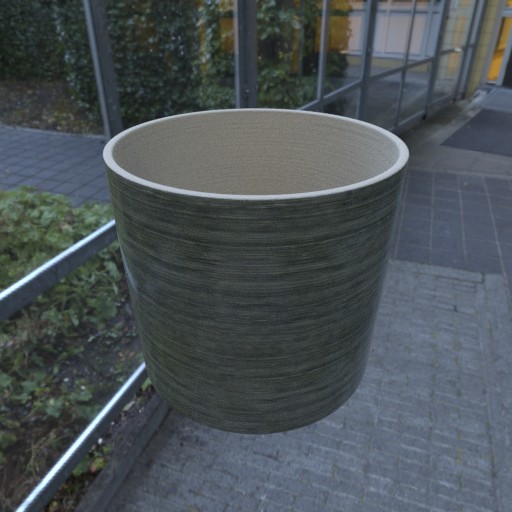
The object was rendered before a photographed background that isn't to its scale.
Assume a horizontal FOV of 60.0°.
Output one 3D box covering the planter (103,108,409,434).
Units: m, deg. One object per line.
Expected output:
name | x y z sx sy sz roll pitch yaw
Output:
planter | 0.000 0.000 0.384 0.221 0.201 0.221 0 31 0
